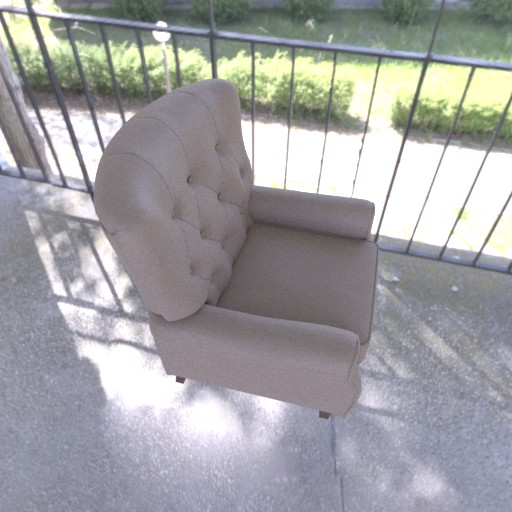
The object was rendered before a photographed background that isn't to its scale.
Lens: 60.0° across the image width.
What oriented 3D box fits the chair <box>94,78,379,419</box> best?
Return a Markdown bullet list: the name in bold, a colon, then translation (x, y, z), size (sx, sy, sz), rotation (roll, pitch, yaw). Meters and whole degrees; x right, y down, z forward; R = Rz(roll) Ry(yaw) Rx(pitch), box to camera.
- **chair**: translation (0.000, 0.000, 1.873), size (1.041, 1.138, 0.999), rotation (11, 47, 10)
